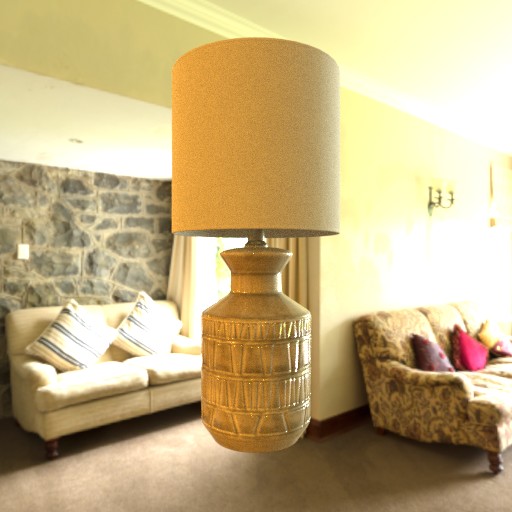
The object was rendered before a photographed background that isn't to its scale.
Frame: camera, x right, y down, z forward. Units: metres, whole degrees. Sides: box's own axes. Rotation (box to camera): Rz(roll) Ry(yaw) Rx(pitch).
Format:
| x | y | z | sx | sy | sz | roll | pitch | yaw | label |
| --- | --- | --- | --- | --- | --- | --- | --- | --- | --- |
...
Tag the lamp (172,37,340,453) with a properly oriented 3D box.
| x | y | z | sx | sy | sz | roll | pitch | yaw | label |
| --- | --- | --- | --- | --- | --- | --- | --- | --- | --- |
| 0.000 | 0.000 | 0.565 | 0.211 | 0.455 | 0.211 | 0 | 0 | -1 | lamp |
